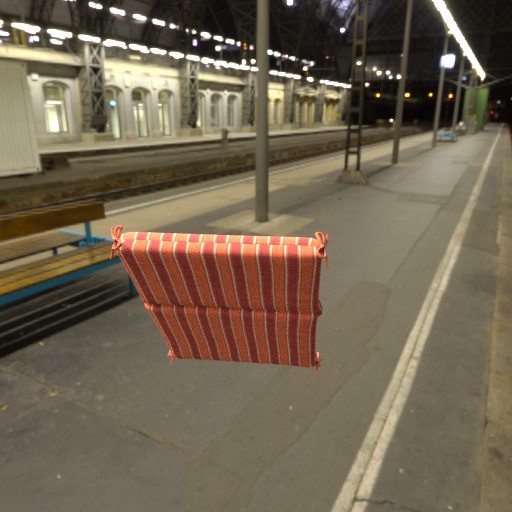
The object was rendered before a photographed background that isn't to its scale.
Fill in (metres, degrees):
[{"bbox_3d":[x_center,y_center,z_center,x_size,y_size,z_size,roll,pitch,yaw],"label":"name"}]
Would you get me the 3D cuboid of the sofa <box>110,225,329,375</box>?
[{"bbox_3d":[0.000,0.000,1.925,0.582,0.622,1.663,2,18,7],"label":"sofa"}]
